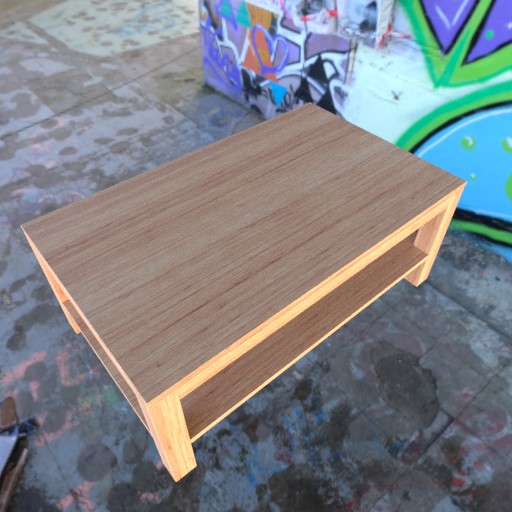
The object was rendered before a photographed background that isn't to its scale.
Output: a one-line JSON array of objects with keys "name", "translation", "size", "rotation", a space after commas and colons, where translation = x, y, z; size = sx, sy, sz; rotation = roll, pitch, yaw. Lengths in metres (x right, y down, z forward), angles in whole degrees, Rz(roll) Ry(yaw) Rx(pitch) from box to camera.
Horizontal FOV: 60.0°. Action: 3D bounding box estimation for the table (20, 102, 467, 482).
[{"name": "table", "translation": [0.000, 0.000, 1.479], "size": [1.146, 0.457, 0.695], "rotation": [-31, 53, -27]}]
